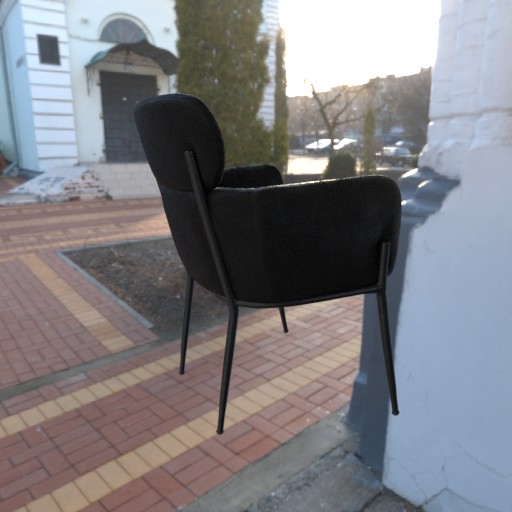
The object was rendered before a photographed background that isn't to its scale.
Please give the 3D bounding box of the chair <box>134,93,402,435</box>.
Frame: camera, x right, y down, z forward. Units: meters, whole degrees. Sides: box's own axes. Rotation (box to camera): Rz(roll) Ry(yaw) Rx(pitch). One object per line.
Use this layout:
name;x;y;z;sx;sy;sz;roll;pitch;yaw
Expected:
chair;0.000;0.000;1.251;0.604;0.818;0.640;-7;16;-25
